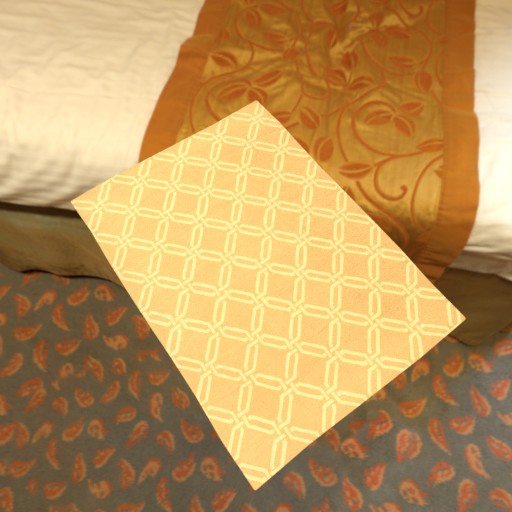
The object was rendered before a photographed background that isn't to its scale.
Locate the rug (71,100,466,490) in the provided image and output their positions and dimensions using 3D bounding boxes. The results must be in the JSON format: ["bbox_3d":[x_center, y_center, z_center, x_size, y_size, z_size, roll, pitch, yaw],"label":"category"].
[{"bbox_3d":[0.000,0.000,4.405,2.452,0.020,3.365,-33,69,-15],"label":"rug"}]
